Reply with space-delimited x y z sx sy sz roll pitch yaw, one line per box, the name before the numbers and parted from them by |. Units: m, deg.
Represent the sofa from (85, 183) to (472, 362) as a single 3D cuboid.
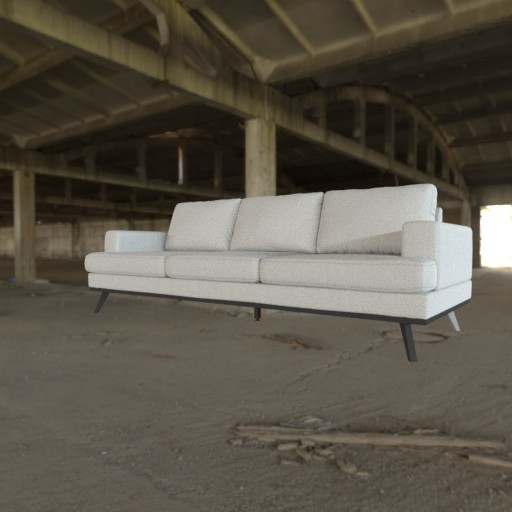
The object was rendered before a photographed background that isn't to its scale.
sofa | 0.000 0.000 2.766 2.310 0.810 0.920 1 2 36
